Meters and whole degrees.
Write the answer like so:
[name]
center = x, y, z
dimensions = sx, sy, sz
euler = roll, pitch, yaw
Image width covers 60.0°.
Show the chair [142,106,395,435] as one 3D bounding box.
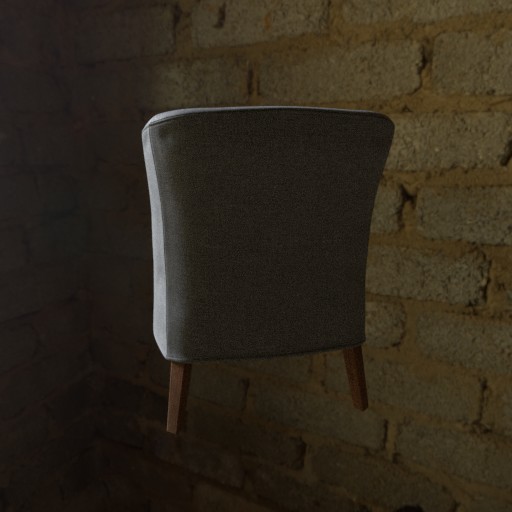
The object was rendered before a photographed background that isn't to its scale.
[chair]
center = 0.000, 0.000, 1.271
dimensions = 0.600, 0.771, 0.668
euler = -3, 15, -11
